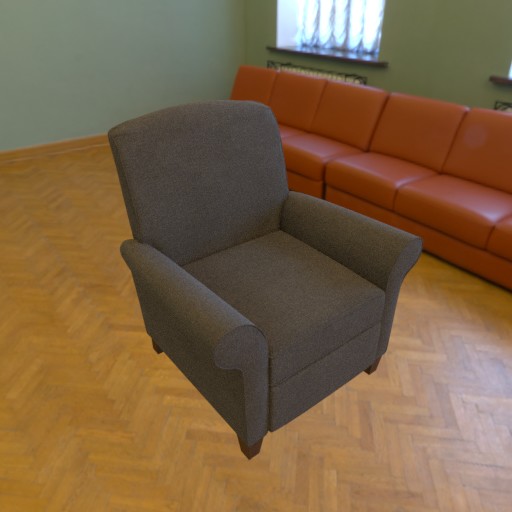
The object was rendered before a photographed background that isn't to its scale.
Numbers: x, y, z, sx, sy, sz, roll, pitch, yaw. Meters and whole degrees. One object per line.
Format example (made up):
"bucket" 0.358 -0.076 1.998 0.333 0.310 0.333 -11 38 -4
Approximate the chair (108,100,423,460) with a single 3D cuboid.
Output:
"chair" 0.000 0.000 1.786 0.978 1.061 0.905 -22 37 -32
